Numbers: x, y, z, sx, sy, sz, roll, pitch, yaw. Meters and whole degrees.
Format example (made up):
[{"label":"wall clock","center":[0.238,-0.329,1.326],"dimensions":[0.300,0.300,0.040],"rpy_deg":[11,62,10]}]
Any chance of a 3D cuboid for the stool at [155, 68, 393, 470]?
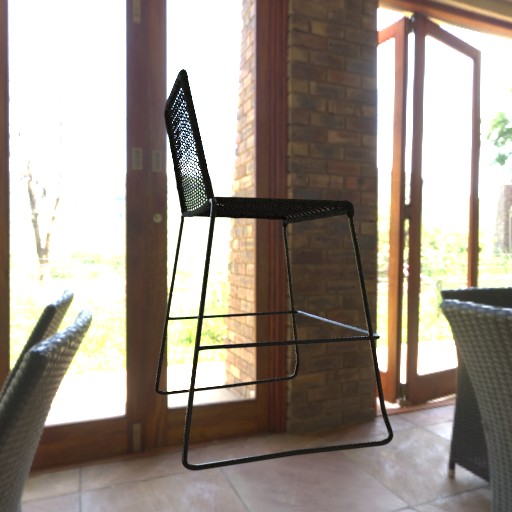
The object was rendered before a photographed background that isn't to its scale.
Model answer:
[{"label":"stool","center":[0.000,0.000,1.260],"dimensions":[0.509,0.905,0.590],"rpy_deg":[0,0,-19]}]
